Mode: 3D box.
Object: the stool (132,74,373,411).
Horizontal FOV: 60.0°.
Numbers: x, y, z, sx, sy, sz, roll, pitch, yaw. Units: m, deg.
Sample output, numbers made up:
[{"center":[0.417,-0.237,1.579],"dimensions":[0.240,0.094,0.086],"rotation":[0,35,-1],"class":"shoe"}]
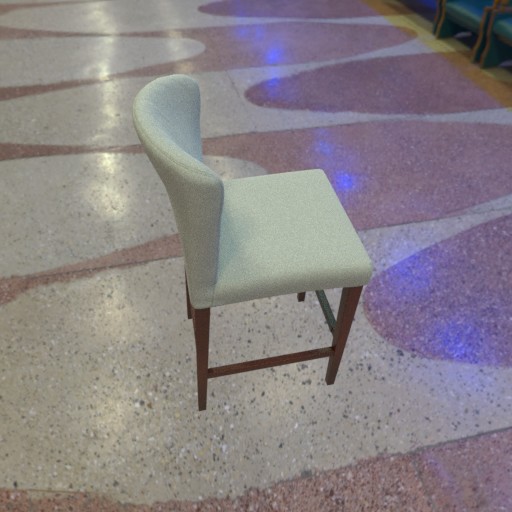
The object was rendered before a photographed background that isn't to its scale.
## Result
[{"center":[0.000,0.000,1.406],"dimensions":[0.568,1.069,0.479],"rotation":[-8,47,-8],"class":"stool"}]
